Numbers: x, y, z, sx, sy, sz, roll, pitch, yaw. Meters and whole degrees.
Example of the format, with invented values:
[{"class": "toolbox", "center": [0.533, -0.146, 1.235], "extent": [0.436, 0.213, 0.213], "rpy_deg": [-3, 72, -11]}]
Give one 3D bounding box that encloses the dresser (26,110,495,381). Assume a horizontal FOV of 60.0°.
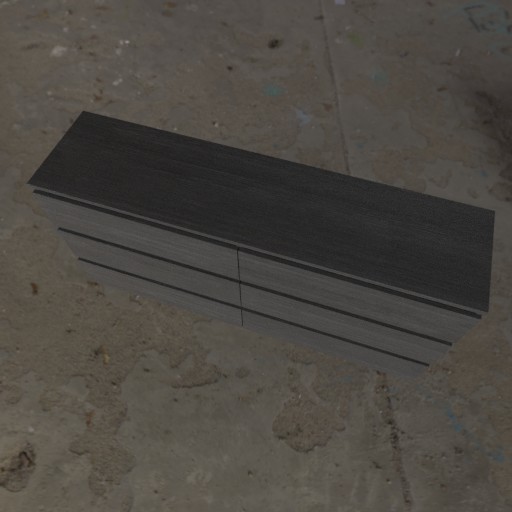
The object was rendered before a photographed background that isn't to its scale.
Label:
[{"class": "dresser", "center": [0.000, 0.000, 1.886], "extent": [1.590, 0.795, 0.400], "rpy_deg": [16, 60, 9]}]
